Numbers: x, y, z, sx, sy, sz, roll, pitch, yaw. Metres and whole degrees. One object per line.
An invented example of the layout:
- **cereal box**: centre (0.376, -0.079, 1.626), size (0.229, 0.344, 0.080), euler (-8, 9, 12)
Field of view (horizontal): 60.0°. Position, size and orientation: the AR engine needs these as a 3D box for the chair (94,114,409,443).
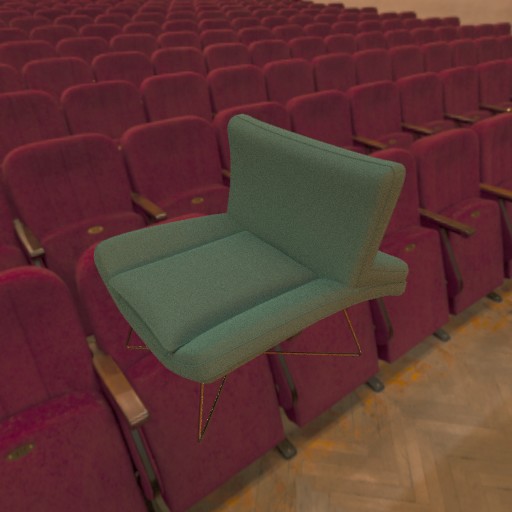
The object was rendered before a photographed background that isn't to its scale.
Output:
- **chair**: centre (0.000, 0.000, 1.704), size (1.008, 0.855, 0.859), euler (-21, 37, -32)
